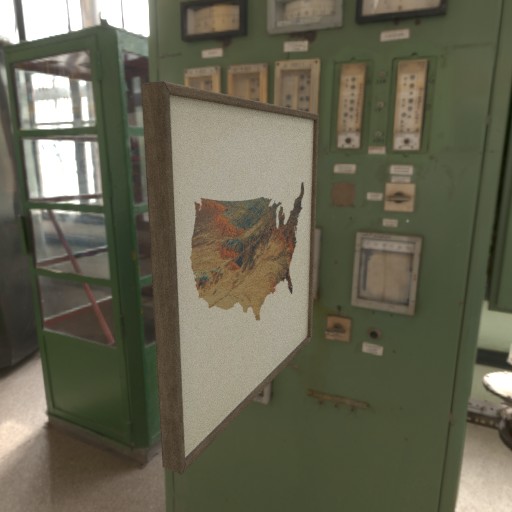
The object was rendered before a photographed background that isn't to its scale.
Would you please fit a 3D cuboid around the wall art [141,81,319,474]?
[{"bbox_3d":[0.000,0.000,1.146,0.050,0.751,0.749,7,15,27],"label":"wall art"}]
